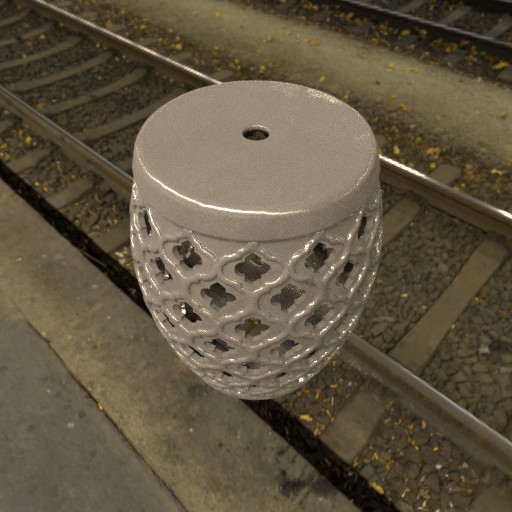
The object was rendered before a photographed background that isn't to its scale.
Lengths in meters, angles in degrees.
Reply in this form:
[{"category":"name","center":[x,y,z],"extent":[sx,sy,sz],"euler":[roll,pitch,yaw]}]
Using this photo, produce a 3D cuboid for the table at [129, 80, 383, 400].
[{"category":"table","center":[0.000,0.000,0.618],"extent":[0.325,0.388,0.325],"euler":[0,47,0]}]
